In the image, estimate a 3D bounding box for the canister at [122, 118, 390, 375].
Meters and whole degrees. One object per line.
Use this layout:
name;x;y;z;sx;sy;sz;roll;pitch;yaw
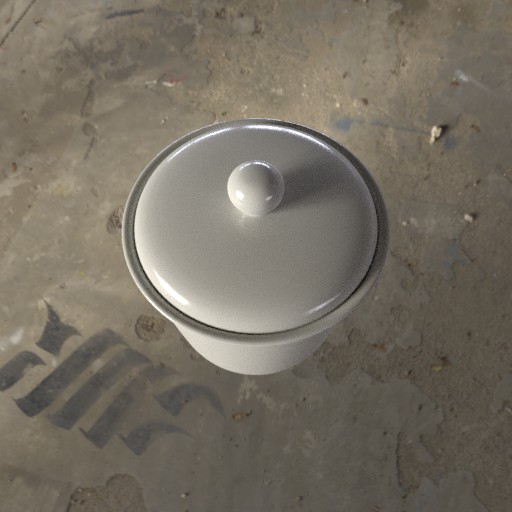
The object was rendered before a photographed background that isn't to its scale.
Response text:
canister;0.000;0.000;0.354;0.182;0.208;0.182;0;62;0
